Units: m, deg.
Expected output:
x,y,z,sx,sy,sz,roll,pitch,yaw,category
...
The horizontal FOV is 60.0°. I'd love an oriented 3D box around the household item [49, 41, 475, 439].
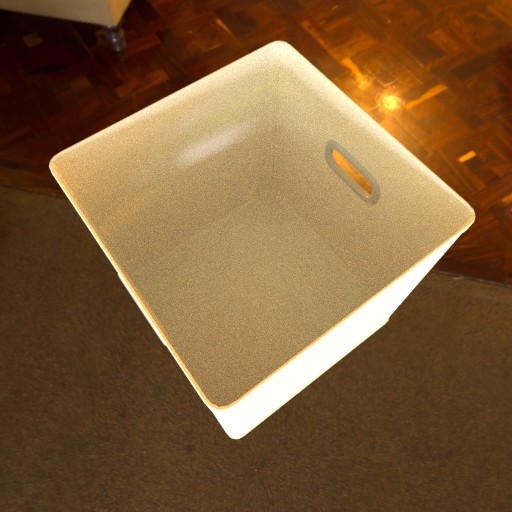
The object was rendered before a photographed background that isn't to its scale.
x,y,z,sx,sy,sz,roll,pitch,yaw,category
0.000,0.000,0.562,0.305,0.305,0.305,-34,69,-15,household item
